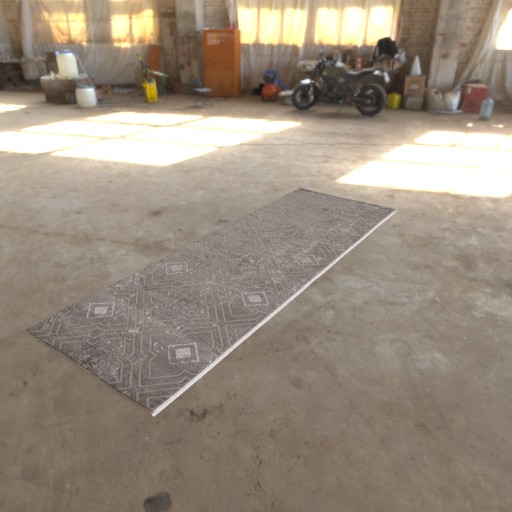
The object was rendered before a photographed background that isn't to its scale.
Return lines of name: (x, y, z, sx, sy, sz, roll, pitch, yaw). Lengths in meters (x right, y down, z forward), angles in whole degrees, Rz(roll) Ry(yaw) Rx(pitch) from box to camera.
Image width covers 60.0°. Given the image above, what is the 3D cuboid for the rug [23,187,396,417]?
rug: (0.000, 0.000, 2.605, 0.832, 0.035, 2.381, 18, 33, 31)
